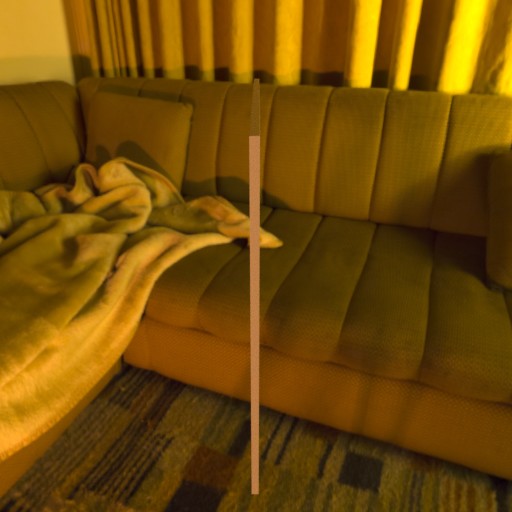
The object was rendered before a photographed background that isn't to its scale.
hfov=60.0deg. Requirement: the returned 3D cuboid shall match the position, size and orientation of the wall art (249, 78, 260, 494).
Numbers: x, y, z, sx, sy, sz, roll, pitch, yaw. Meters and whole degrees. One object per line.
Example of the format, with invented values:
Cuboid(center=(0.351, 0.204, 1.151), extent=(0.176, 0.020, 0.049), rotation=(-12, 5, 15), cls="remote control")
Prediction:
Cuboid(center=(0.000, 0.000, 0.670), extent=(0.009, 0.457, 0.456), rotation=(0, 27, 0), cls="wall art")
